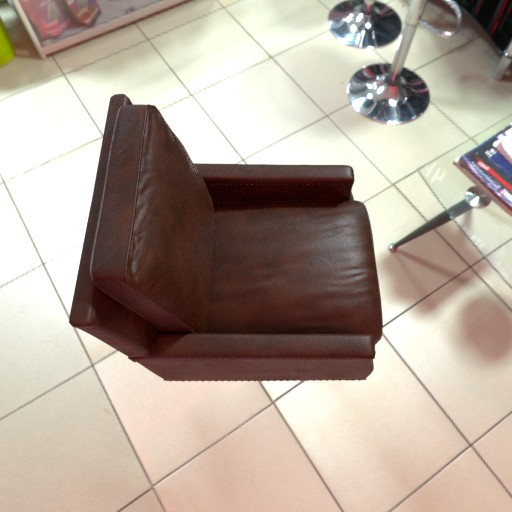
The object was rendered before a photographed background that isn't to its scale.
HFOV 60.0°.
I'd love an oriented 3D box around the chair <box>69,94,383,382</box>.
[{"bbox_3d":[0.000,0.000,1.791,1.035,1.054,0.854,0,64,0],"label":"chair"}]
